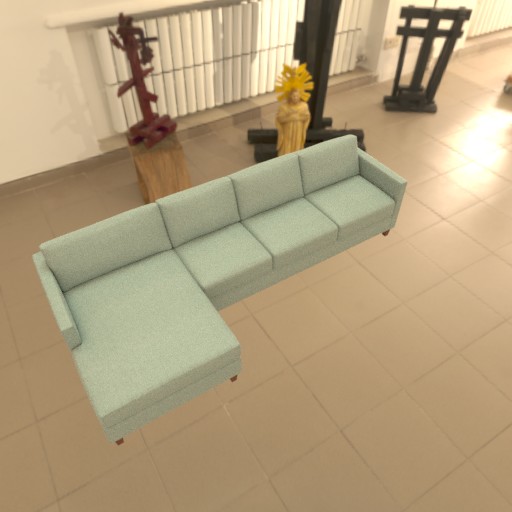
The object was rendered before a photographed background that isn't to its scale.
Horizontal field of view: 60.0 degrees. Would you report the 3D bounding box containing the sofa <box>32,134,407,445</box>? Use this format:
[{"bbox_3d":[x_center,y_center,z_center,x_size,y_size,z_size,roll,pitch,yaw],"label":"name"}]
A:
[{"bbox_3d":[0.000,0.000,4.062,3.470,0.953,1.600,-24,49,-22],"label":"sofa"}]
